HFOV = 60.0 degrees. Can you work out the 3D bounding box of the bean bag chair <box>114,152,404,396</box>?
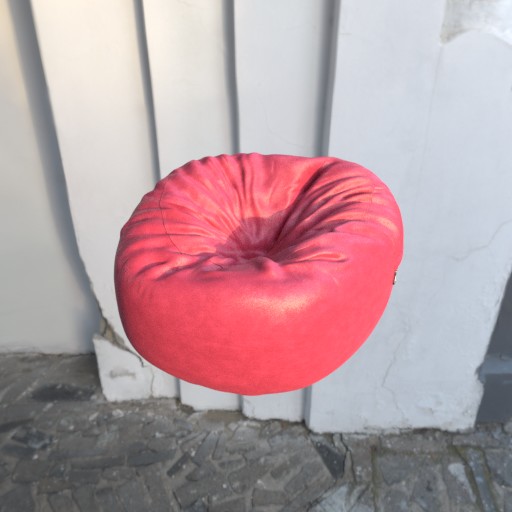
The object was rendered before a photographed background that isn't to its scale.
[{"bbox_3d":[0.000,0.000,2.442,1.524,0.878,1.524,9,29,17],"label":"bean bag chair"}]
